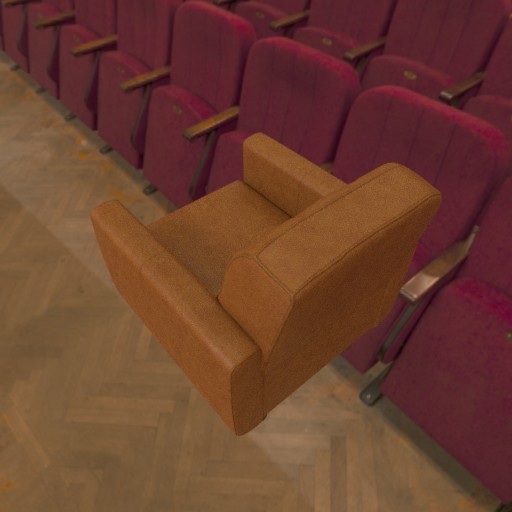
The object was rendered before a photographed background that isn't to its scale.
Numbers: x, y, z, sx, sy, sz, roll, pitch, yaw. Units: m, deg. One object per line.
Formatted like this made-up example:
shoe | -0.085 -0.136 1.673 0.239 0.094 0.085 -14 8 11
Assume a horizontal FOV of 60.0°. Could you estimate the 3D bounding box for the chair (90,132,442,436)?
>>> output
chair | 0.000 0.000 1.650 0.845 0.968 0.942 -32 54 -26
